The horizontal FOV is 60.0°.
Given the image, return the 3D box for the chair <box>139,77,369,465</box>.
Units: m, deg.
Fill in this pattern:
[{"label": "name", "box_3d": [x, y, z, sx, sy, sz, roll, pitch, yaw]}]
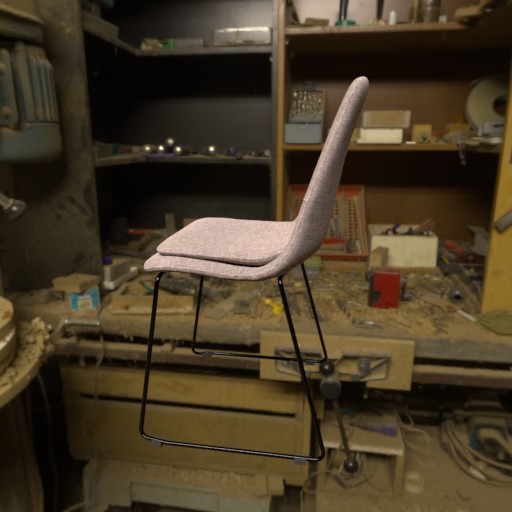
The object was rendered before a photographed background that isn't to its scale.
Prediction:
[{"label": "chair", "box_3d": [0.000, 0.000, 1.161, 0.518, 0.858, 0.479, 3, 16, 9]}]
